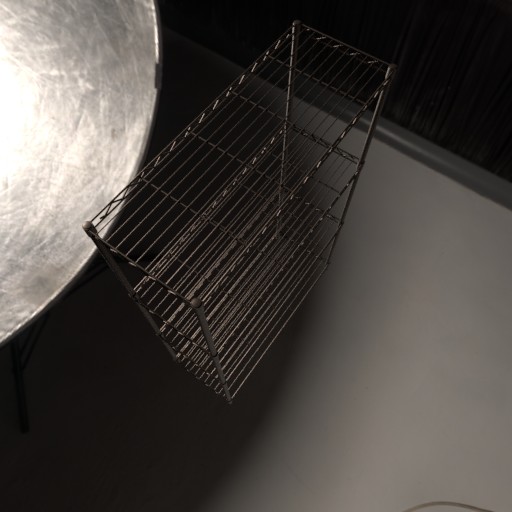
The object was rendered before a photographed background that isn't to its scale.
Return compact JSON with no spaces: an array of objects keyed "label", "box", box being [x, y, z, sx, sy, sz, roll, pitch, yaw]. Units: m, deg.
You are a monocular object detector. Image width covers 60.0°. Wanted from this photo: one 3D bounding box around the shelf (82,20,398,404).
[{"label":"shelf","box":[0.000,0.000,1.751,0.352,1.361,0.907,33,68,15]}]
